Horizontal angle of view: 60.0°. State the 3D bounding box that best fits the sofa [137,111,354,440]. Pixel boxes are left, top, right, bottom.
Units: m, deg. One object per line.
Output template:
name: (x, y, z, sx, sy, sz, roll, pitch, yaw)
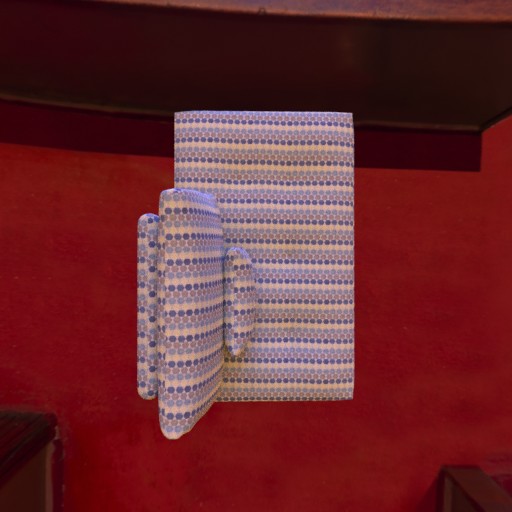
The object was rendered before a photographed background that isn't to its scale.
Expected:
sofa: (0.000, 0.000, 2.078, 1.000, 0.820, 1.450, 0, 90, -2)
